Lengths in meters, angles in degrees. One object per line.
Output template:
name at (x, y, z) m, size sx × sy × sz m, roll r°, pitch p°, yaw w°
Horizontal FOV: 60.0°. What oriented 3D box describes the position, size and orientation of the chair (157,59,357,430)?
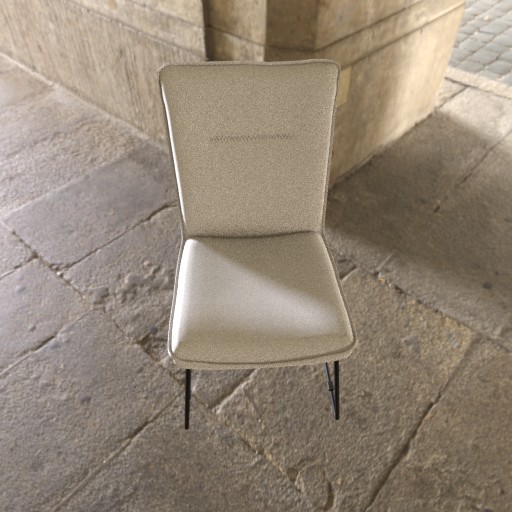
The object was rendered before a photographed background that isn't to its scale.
chair at (0.000, 0.000, 1.357) m, size 0.515 × 0.930 × 0.688 m, roll -3°, pitch 47°, yaw -3°
